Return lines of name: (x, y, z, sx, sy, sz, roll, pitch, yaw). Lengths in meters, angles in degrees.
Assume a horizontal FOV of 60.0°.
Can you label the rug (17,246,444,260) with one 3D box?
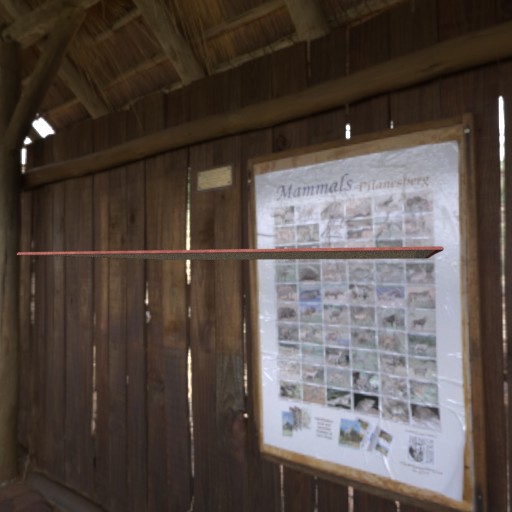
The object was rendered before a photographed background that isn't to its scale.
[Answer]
rug: (0.000, 0.000, 3.981, 2.976, 0.018, 2.430, -1, -2, 19)
